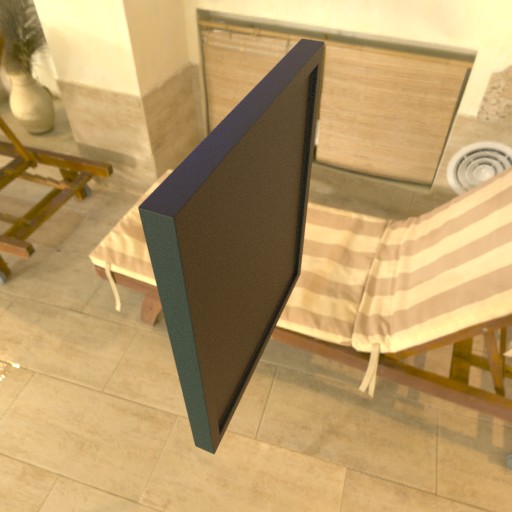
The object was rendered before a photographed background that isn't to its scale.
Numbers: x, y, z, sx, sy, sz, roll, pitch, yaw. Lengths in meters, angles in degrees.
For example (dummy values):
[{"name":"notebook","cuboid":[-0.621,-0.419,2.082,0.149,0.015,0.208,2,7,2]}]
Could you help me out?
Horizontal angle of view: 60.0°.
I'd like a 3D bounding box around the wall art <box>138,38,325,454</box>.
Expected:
[{"name":"wall art","cuboid":[0.000,0.000,0.523,0.028,0.381,0.328,17,47,16]}]
